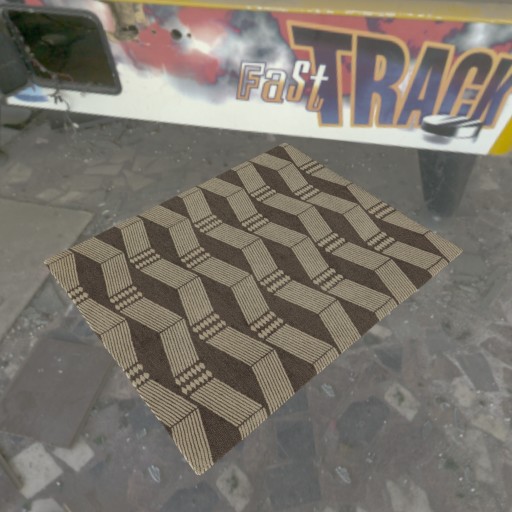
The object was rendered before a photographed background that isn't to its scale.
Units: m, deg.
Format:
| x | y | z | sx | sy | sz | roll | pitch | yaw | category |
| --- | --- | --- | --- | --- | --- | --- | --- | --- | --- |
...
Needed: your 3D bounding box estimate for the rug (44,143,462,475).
| x | y | z | sx | sy | sz | roll | pitch | yaw | category |
| --- | --- | --- | --- | --- | --- | --- | --- | --- | --- |
| 0.000 | 0.000 | 4.108 | 3.048 | 0.016 | 2.438 | -32 | 54 | -27 | rug |
